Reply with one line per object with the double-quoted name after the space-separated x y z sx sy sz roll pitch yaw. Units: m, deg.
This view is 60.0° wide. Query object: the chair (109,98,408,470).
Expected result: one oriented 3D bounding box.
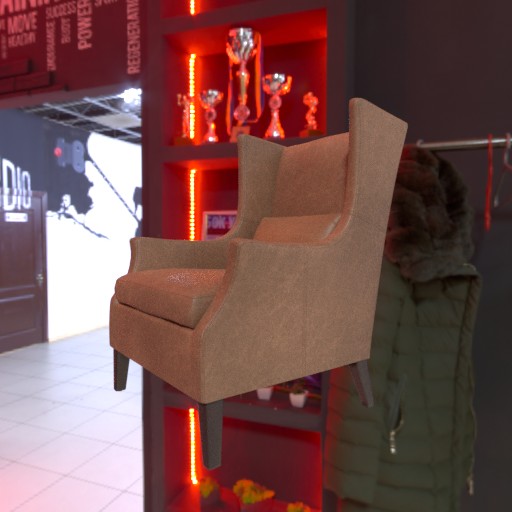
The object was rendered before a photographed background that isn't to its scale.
0.000 0.000 1.704 0.913 1.088 0.815 -2 4 -36 "chair"
